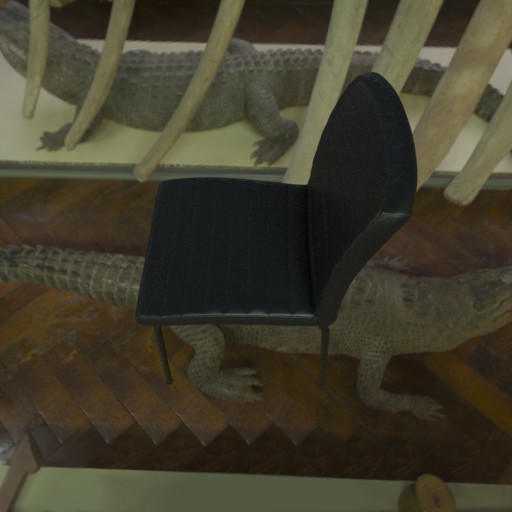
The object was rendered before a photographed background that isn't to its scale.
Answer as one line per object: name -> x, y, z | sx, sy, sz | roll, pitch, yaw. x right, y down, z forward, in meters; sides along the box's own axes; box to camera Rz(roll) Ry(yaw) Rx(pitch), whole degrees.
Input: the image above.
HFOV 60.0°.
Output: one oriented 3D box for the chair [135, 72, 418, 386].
chair -> 0.000, 0.000, 1.172 | 0.572, 0.872, 0.450 | 1, 58, 1
